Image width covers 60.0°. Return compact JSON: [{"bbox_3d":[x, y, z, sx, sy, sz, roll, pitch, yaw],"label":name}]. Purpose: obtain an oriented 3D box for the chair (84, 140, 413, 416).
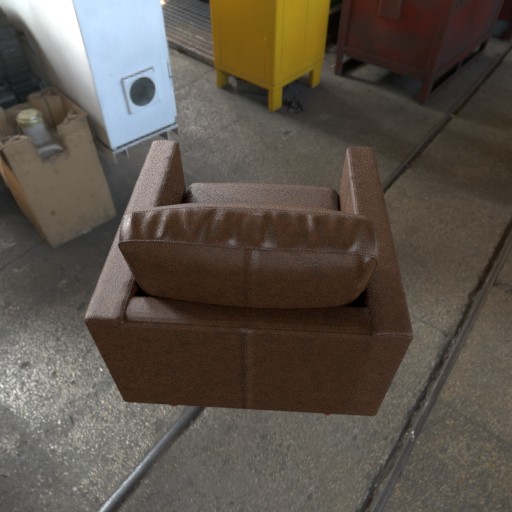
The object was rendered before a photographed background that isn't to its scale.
[{"bbox_3d":[0.000,0.000,1.639,0.890,0.956,0.909,2,47,2],"label":"chair"}]
